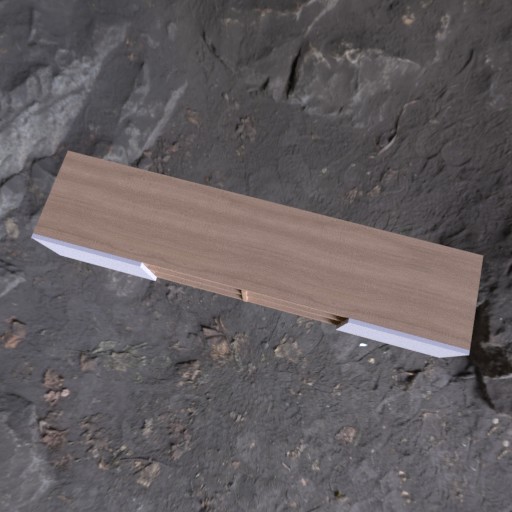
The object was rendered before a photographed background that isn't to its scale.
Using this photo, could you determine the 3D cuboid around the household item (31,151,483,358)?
[{"bbox_3d":[0.000,0.000,2.008,1.850,0.310,0.420,15,76,4],"label":"household item"}]
